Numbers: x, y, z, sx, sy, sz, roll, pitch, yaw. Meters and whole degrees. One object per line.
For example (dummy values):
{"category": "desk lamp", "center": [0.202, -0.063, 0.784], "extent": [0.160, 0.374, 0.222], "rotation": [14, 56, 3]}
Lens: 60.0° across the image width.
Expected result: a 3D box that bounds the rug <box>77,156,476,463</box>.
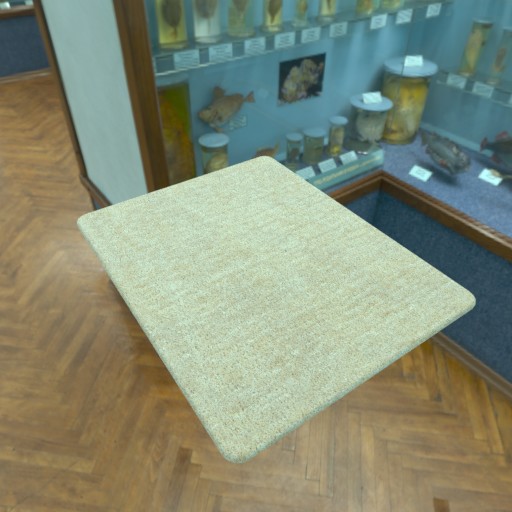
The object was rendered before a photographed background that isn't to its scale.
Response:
{"category": "rug", "center": [0.000, 0.000, 3.388], "extent": [2.009, 0.048, 2.528], "rotation": [-24, 46, -25]}
